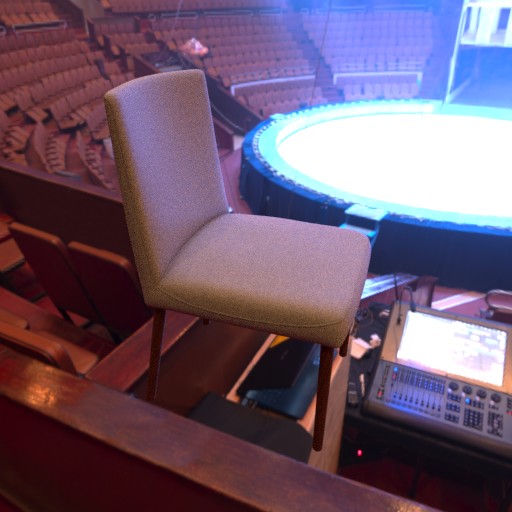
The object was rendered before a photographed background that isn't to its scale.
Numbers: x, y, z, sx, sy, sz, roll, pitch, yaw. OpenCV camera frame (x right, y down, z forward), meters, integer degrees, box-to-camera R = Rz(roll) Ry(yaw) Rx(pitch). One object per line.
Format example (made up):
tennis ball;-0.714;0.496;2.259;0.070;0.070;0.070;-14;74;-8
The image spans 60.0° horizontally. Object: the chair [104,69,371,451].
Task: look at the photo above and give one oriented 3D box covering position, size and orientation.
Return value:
chair;0.000;0.000;1.162;0.570;0.859;0.456;10;31;17
